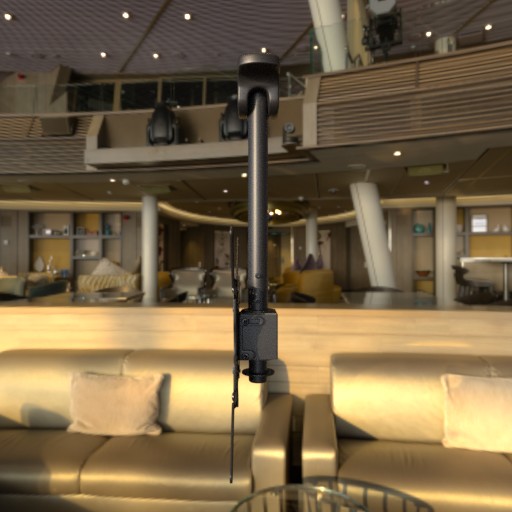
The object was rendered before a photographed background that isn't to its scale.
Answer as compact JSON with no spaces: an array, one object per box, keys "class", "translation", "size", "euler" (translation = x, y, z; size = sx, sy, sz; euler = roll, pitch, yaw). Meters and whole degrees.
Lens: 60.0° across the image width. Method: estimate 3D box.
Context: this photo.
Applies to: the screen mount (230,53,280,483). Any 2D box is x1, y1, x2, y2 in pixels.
[{"class":"screen mount","translation":[0.000,0.000,0.897],"size":[0.090,0.729,0.393],"euler":[0,-1,-1]}]
